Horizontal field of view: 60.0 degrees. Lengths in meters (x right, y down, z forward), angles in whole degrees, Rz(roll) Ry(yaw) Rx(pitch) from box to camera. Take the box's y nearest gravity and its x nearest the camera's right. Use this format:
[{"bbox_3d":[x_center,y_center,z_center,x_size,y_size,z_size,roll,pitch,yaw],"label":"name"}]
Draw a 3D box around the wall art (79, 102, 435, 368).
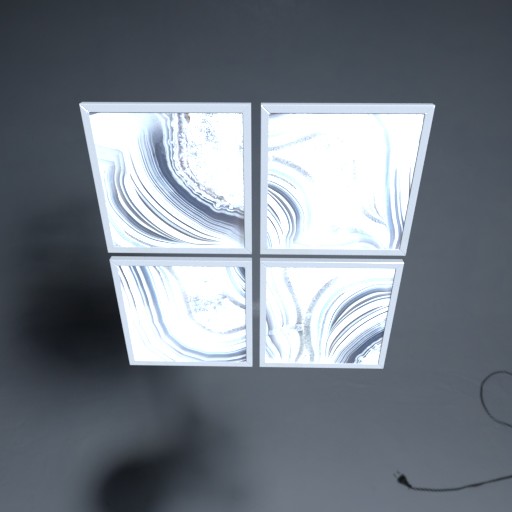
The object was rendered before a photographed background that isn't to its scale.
[{"bbox_3d":[0.000,0.000,1.687,1.118,1.118,0.029,1,30,1],"label":"wall art"}]
